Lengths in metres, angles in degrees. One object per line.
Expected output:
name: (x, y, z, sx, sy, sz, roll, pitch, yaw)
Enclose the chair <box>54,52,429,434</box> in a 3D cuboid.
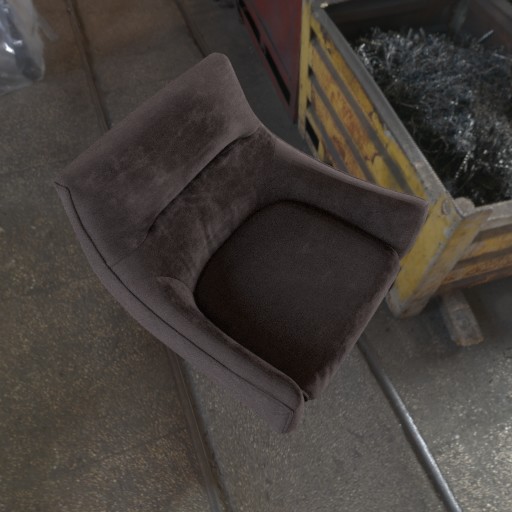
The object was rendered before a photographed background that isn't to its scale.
chair: (0.000, 0.000, 1.395, 0.787, 0.838, 0.762, 31, 63, 18)
